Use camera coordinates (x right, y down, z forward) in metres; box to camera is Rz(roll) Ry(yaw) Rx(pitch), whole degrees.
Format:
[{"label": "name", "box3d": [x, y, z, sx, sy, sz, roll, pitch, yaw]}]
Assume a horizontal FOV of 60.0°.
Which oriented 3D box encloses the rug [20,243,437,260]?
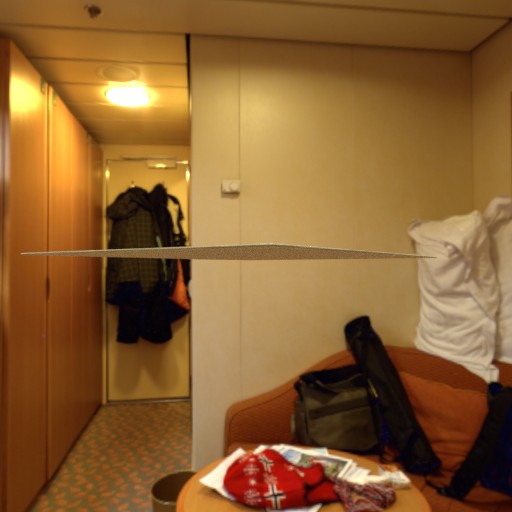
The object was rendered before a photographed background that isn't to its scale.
[{"label": "rug", "box3d": [0.000, 0.000, 3.837, 2.288, 0.018, 2.895, -1, -2, 36]}]
